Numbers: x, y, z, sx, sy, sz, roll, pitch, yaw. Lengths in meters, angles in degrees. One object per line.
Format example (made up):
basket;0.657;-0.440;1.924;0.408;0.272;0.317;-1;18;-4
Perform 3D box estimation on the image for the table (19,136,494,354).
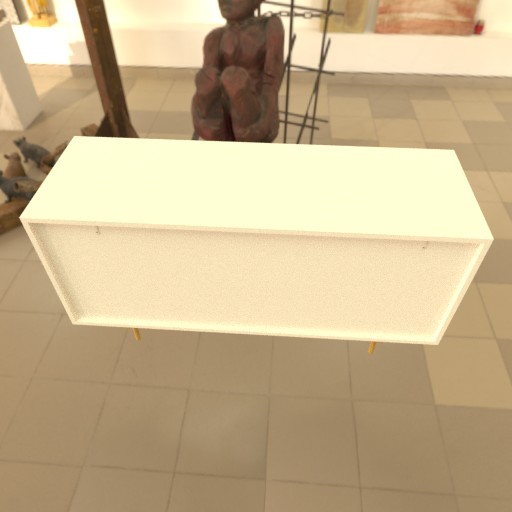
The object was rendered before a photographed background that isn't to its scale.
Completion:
table;0.000;0.000;1.850;1.500;0.769;0.508;3;46;3
